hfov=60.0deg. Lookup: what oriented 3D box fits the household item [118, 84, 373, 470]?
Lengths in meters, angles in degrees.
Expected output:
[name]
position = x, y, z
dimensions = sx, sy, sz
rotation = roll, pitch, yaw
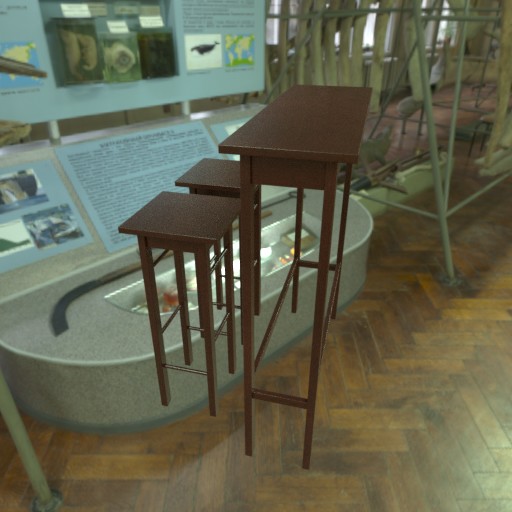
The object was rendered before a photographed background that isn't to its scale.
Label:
[household item]
position = 0.000, 0.000, 1.631
dimensions = 0.676, 1.067, 0.914
rotation = 7, 30, 13
